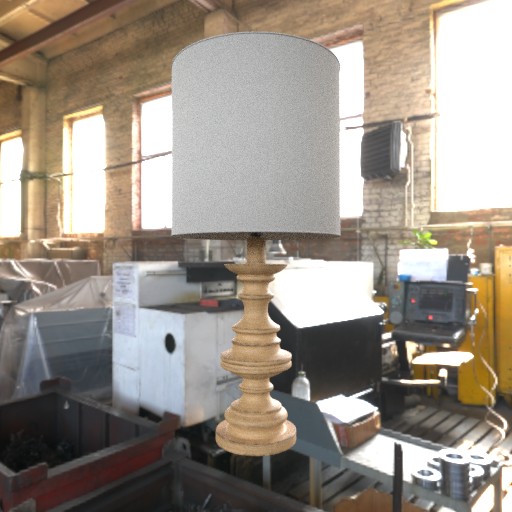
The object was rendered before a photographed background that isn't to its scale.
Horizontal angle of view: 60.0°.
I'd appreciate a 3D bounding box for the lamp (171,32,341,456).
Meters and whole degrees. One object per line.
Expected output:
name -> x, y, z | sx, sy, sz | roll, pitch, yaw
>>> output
lamp -> 0.000, 0.000, 0.554 | 0.208, 0.455, 0.208 | 0, 0, 1
